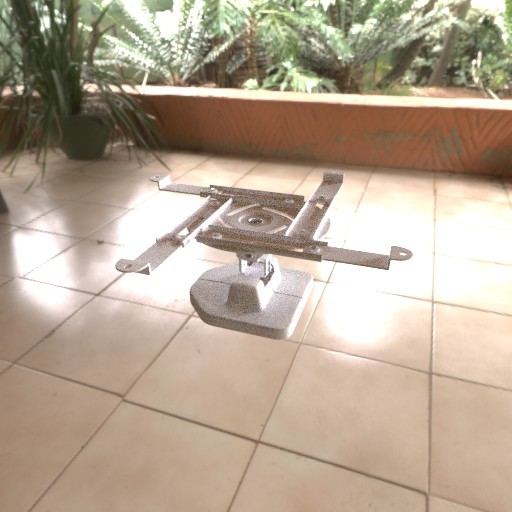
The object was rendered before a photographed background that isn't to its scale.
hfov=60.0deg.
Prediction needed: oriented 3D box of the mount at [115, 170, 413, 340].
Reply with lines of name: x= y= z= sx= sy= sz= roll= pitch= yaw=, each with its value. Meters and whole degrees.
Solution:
mount: x=0.000 y=0.000 z=0.608 sx=0.394 sy=0.141 sz=0.394 roll=9 pitch=29 yaw=17
